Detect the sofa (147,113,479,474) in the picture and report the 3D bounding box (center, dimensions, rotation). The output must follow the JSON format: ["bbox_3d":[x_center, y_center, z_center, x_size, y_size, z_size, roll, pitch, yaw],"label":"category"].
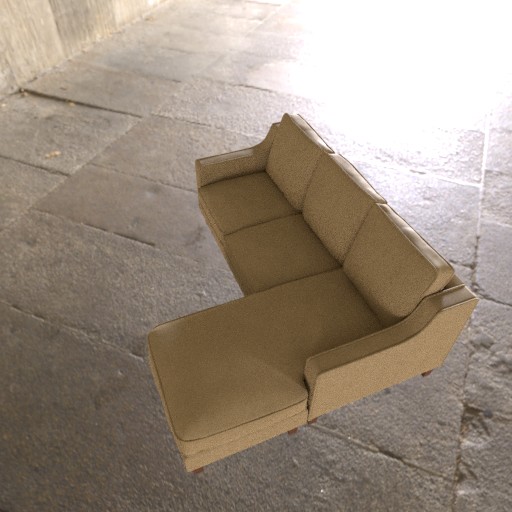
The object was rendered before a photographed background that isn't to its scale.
[{"bbox_3d":[0.000,0.000,3.263,1.858,1.066,2.317,-16,47,-16],"label":"sofa"}]
